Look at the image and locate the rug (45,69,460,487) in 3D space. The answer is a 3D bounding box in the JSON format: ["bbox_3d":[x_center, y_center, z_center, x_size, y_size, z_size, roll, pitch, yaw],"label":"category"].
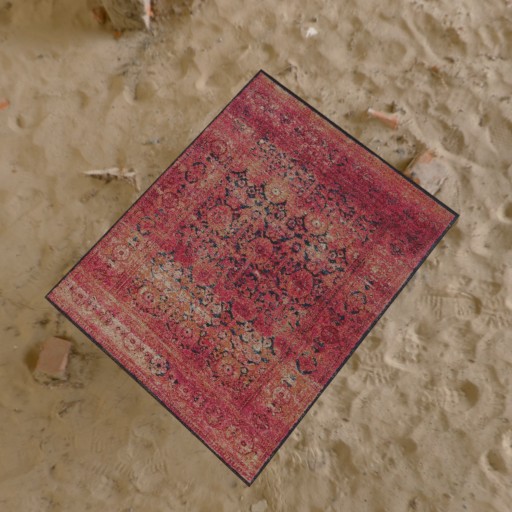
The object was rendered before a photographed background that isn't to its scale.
[{"bbox_3d":[0.000,0.000,4.039,2.411,0.020,3.032,39,80,8],"label":"rug"}]
